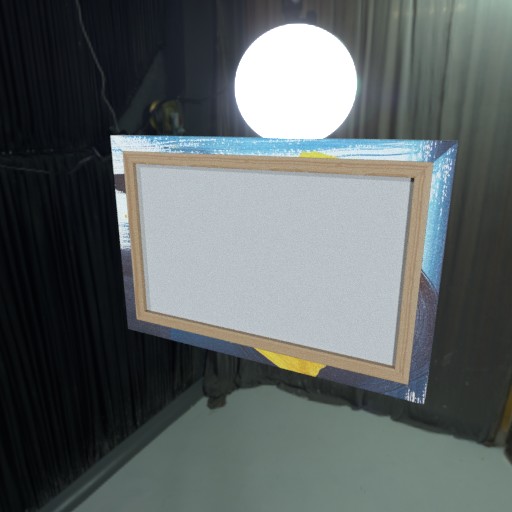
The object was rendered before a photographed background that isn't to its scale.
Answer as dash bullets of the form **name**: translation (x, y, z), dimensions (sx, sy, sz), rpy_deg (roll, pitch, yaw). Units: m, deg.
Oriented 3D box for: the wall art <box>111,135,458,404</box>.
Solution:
- **wall art**: translation (0.000, 0.000, 1.181), dimensions (0.914, 0.610, 0.039), rpy_deg (8, 19, 25)
